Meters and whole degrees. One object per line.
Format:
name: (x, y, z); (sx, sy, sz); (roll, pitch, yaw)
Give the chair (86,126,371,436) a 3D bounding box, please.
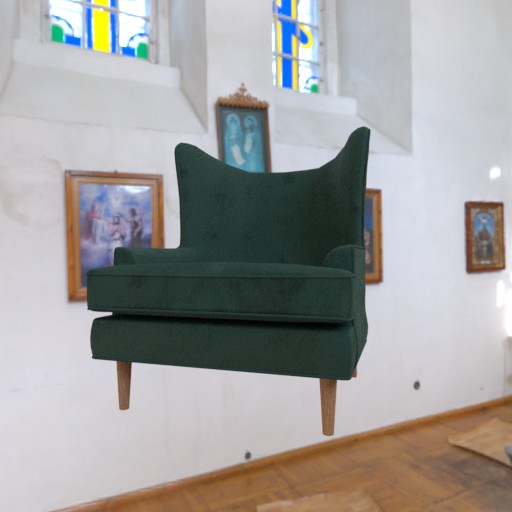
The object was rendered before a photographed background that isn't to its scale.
chair: (0.000, 0.000, 1.611); (0.793, 0.952, 0.910); (0, 0, 18)
